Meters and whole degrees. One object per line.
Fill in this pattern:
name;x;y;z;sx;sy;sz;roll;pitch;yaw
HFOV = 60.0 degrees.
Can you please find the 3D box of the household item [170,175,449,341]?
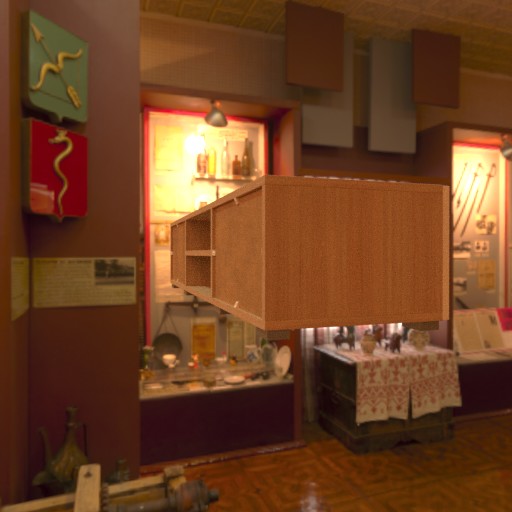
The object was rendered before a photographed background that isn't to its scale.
household item;0.000;0.000;1.553;0.420;0.310;1.400;0;0;-18
